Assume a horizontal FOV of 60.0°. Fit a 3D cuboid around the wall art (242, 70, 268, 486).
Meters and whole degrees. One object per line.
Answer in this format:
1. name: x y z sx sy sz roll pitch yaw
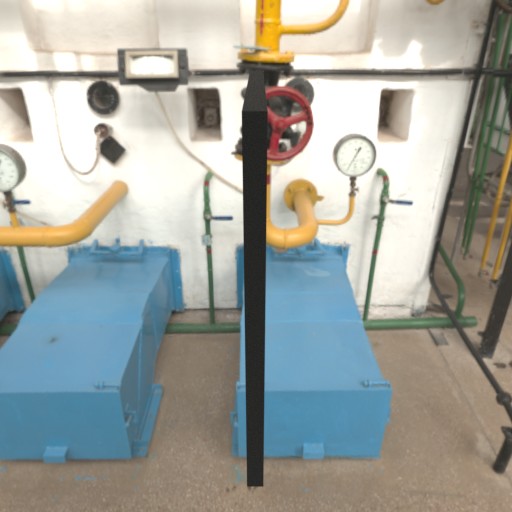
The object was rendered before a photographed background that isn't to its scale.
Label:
1. wall art: 0.000 0.000 0.694 0.023 0.505 0.428 0 27 0
